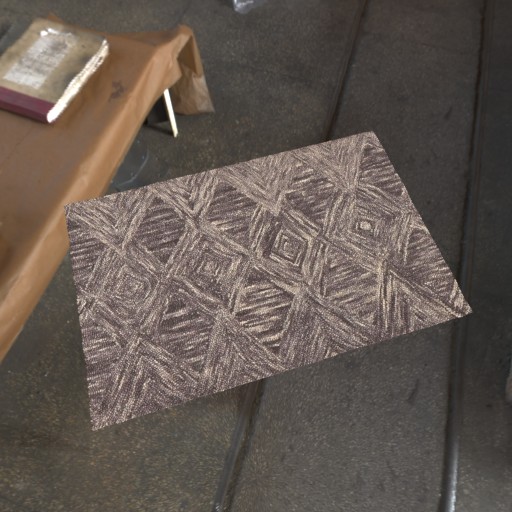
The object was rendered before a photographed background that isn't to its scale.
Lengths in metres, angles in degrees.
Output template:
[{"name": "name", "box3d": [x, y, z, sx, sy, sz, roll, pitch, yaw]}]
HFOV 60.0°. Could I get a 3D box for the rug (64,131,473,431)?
[{"name": "rug", "box3d": [0.000, 0.000, 2.254, 1.814, 0.012, 1.186, -15, 64, -7]}]
